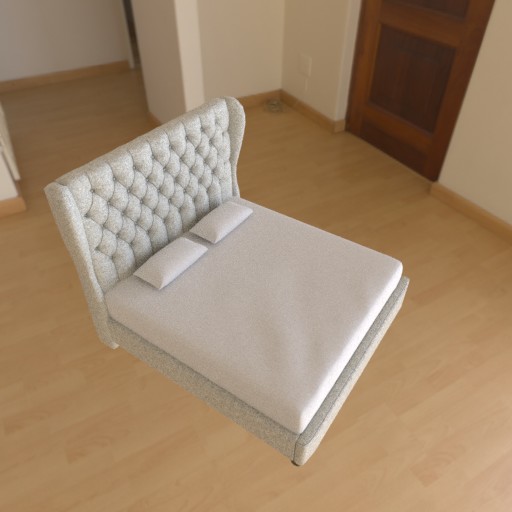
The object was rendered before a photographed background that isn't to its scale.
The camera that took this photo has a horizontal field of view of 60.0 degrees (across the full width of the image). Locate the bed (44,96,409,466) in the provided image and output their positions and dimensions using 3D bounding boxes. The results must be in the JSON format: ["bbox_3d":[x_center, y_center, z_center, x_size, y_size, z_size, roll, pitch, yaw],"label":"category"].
[{"bbox_3d":[0.000,0.000,3.973,2.347,1.771,2.219,24,47,25],"label":"bed"}]
